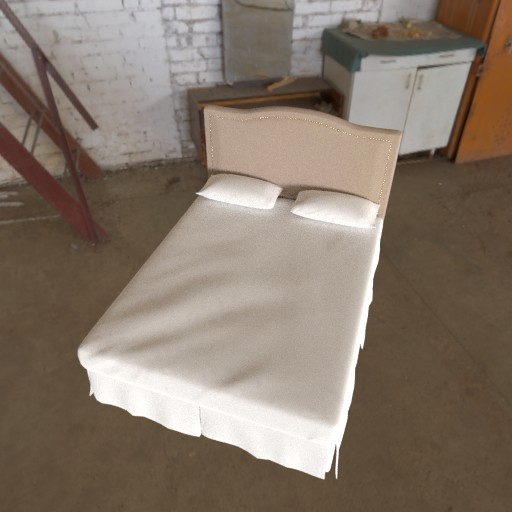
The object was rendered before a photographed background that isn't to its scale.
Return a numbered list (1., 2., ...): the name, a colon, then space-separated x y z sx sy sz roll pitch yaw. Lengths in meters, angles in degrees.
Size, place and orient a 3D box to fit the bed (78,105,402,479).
1. bed: 0.000 0.000 3.335 1.821 1.436 2.282 12 42 14
